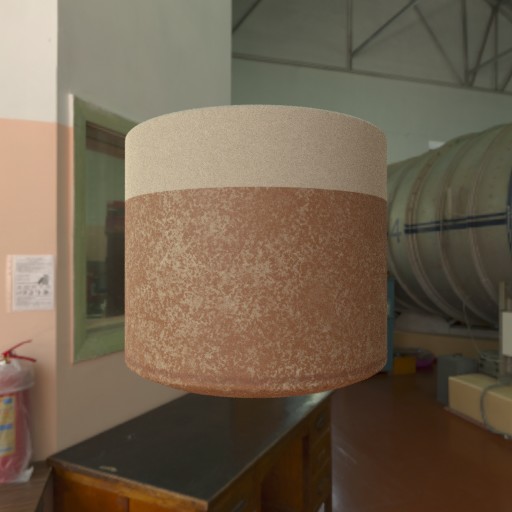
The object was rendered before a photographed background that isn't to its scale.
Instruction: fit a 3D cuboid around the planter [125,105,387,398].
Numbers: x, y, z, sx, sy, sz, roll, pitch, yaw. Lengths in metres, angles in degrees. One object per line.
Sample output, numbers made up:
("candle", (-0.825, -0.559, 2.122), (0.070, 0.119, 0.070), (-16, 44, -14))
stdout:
("planter", (0.000, 0.000, 0.280), (0.159, 0.138, 0.159), (0, 0, 0))
